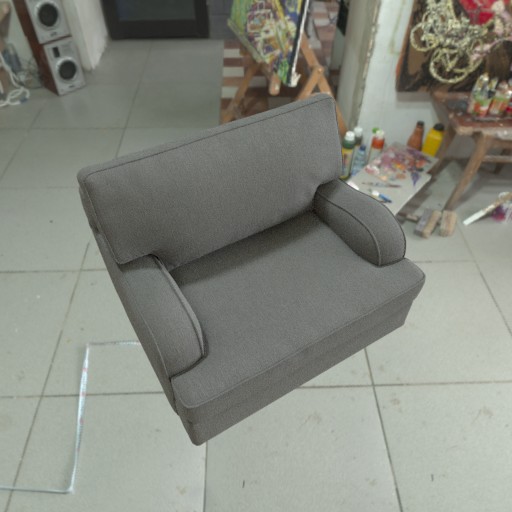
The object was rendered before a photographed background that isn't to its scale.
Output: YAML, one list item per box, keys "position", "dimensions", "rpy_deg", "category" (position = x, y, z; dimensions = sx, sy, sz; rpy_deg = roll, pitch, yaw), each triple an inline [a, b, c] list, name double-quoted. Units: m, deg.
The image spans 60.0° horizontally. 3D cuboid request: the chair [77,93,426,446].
- position: [0.000, 0.000, 2.040]
  dimensions: [1.220, 1.016, 1.041]
  rpy_deg: [-24, 52, -21]
  category: "chair"
